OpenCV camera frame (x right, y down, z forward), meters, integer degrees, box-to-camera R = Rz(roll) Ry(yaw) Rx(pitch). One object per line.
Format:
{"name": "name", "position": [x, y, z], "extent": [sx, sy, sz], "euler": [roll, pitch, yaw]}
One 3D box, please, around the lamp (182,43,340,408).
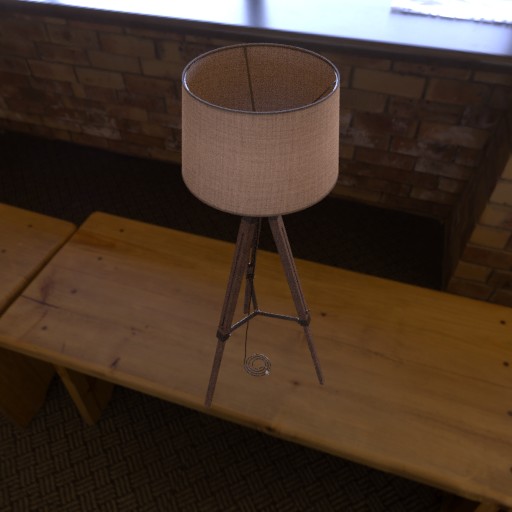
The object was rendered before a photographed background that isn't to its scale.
{"name": "lamp", "position": [0.000, 0.000, 1.766], "extent": [0.604, 1.510, 0.587], "euler": [-10, 47, -9]}
